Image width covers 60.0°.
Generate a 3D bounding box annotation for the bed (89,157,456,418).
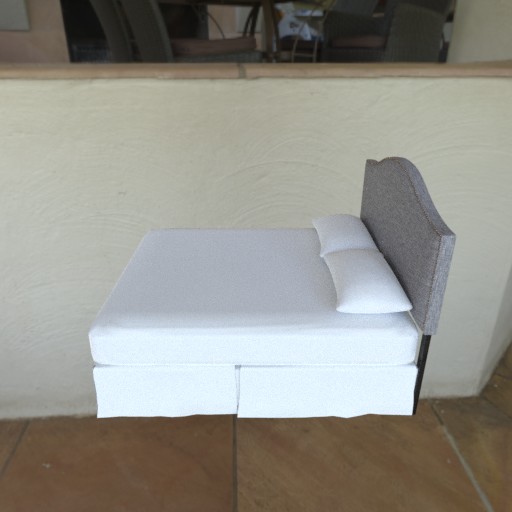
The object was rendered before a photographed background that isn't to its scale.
[{"bbox_3d":[0.000,0.000,2.970,1.870,1.295,1.610,0,25,0],"label":"bed"}]
